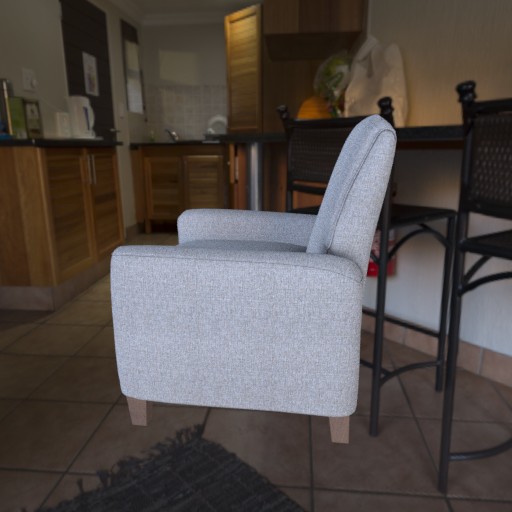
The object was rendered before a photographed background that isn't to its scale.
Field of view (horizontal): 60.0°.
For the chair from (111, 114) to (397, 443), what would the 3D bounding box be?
[{"bbox_3d":[0.000,0.000,1.677,0.864,1.014,0.848,2,15,7],"label":"chair"}]
